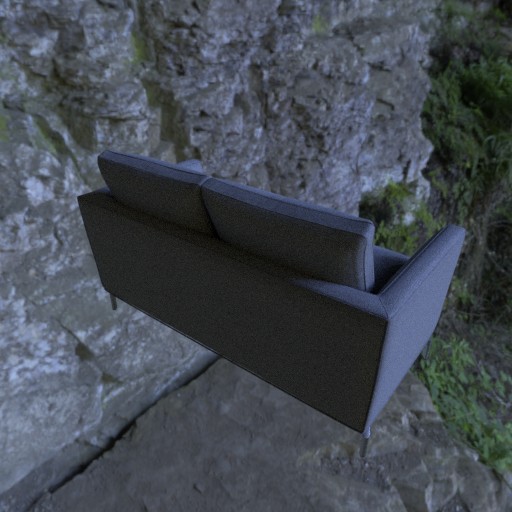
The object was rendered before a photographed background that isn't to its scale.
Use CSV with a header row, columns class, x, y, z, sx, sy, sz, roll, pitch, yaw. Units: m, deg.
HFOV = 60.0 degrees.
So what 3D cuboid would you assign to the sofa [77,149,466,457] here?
class,x,y,z,sx,sy,sz,roll,pitch,yaw
sofa,0.000,0.000,2.082,1.594,0.924,0.803,21,35,32
